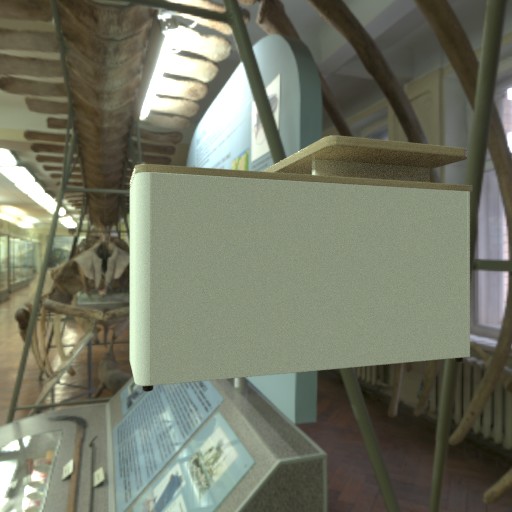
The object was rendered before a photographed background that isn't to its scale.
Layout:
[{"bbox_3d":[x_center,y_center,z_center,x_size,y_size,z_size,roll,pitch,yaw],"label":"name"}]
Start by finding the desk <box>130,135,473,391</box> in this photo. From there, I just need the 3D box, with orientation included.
[{"bbox_3d":[0.000,0.000,2.071,1.175,0.770,1.400,0,0,-19],"label":"desk"}]
